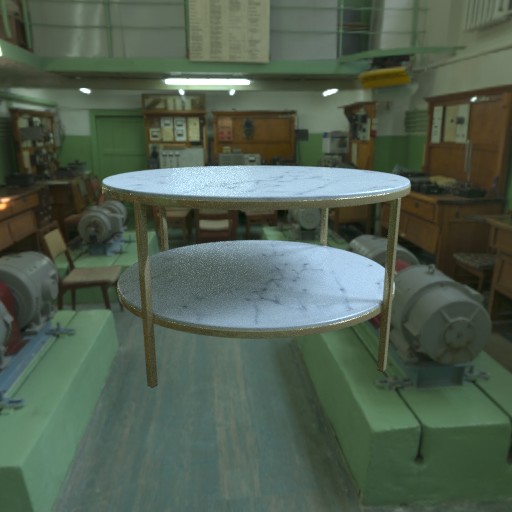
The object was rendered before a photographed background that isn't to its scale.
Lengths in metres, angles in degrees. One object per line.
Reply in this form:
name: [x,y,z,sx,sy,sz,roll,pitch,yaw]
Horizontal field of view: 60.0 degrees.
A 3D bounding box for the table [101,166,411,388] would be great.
table: [0.000,0.000,1.265,0.800,0.450,0.800,0,16,0]
